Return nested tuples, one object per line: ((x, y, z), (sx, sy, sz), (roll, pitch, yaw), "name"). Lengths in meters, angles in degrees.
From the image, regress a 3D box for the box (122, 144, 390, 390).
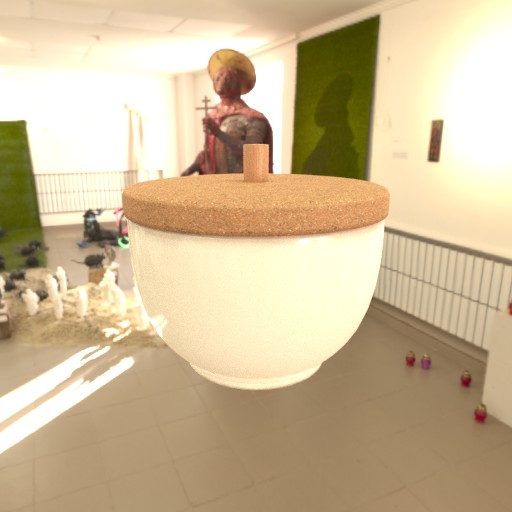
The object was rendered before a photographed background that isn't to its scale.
((0.000, 0.000, 0.192), (0.107, 0.094, 0.107), (0, 15, 0), "box")
